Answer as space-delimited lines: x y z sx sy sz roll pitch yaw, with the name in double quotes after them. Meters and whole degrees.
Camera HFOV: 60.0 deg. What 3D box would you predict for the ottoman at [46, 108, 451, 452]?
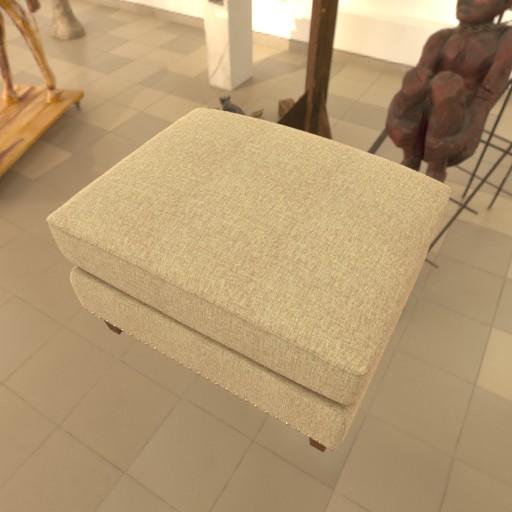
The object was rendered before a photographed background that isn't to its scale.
0.000 0.000 1.118 0.741 0.513 0.584 23 51 20 "ottoman"
